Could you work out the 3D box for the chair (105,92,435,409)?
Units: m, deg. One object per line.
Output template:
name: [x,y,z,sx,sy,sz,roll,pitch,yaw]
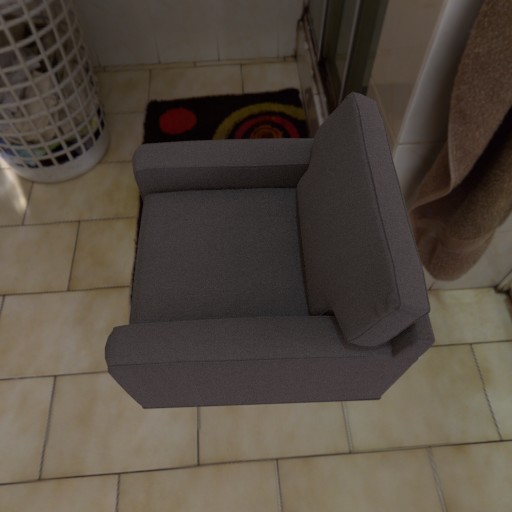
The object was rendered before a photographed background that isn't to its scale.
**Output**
chair: [0.000,0.000,1.805,1.043,0.913,0.997,-2,59,-1]
